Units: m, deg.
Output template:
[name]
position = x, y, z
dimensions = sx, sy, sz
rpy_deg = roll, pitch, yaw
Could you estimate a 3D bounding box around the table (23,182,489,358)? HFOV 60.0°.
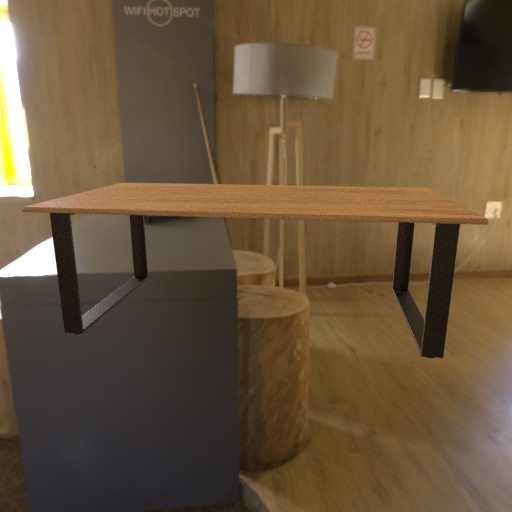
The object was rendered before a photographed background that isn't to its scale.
[table]
position = 0.000, 0.000, 1.638
dimensions = 1.331, 0.445, 0.693
rpy_deg = 2, 16, 8
